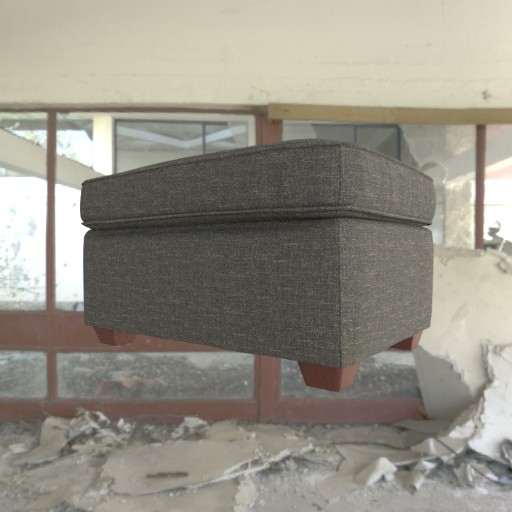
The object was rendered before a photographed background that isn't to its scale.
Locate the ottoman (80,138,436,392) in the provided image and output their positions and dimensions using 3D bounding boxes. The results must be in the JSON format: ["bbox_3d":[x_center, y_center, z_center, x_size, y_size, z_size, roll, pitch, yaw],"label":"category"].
[{"bbox_3d":[0.000,0.000,1.101,0.749,0.450,0.549,1,1,36],"label":"ottoman"}]
